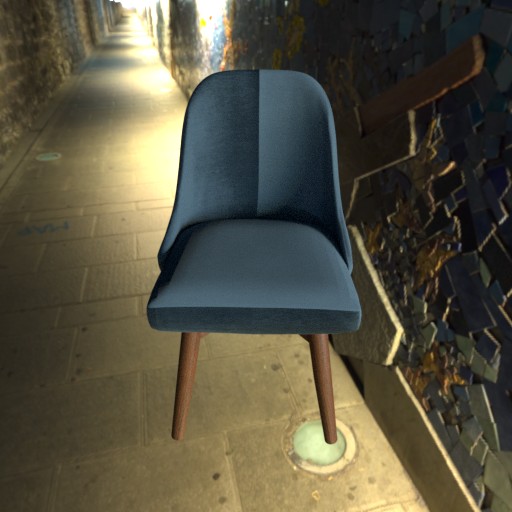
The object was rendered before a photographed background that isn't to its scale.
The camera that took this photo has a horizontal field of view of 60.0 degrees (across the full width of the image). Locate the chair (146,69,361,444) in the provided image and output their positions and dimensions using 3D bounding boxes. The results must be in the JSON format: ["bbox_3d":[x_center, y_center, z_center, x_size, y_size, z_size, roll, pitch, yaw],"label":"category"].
[{"bbox_3d":[0.000,0.000,1.220,0.503,0.882,0.589,1,30,1],"label":"chair"}]
